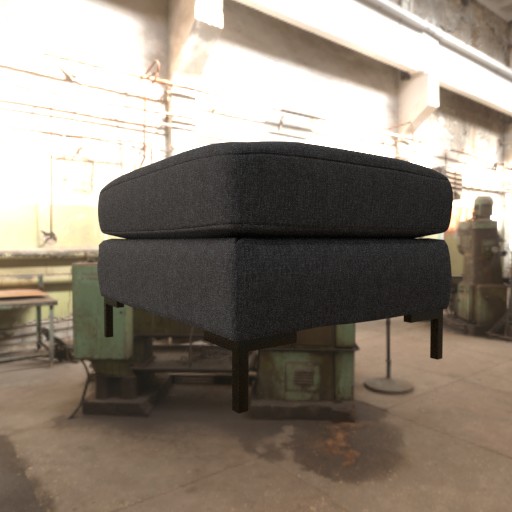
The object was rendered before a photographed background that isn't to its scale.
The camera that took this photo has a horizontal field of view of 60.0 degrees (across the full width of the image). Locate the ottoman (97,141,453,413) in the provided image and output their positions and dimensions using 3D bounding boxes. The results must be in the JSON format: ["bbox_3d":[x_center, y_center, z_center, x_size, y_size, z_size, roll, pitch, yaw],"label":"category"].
[{"bbox_3d":[0.000,0.000,1.297,0.695,0.533,0.831,-1,2,-36],"label":"ottoman"}]
